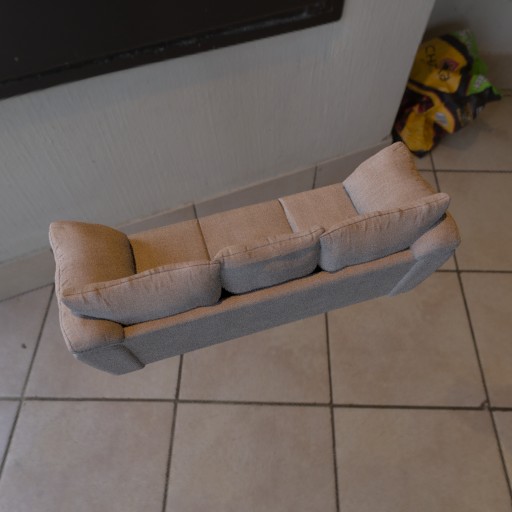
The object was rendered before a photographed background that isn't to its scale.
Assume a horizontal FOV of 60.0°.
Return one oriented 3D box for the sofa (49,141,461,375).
[{"bbox_3d":[0.000,0.000,2.835,2.334,0.996,0.878,-15,60,-9],"label":"sofa"}]
